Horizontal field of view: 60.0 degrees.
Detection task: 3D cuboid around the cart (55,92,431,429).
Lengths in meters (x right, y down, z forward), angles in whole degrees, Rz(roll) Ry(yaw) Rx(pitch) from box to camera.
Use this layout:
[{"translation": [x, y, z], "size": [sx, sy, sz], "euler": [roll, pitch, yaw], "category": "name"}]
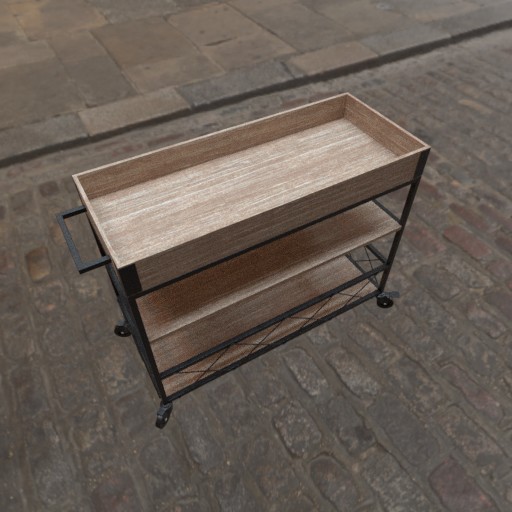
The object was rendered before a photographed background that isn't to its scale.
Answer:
[{"translation": [0.000, 0.000, 1.554], "size": [1.101, 0.787, 0.500], "euler": [-23, 51, -20], "category": "cart"}]
